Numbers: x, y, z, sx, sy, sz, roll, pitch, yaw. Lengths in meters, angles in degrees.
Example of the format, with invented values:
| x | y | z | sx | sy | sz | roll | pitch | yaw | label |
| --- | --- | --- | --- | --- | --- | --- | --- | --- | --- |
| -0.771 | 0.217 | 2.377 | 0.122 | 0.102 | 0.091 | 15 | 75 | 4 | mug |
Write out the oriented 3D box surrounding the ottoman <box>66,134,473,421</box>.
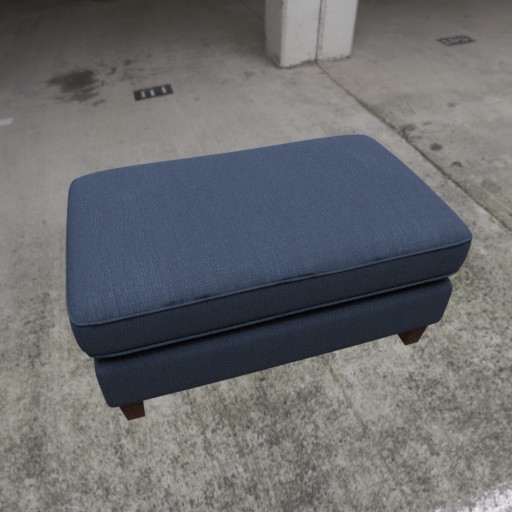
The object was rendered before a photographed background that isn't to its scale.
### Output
| x | y | z | sx | sy | sz | roll | pitch | yaw | label |
| --- | --- | --- | --- | --- | --- | --- | --- | --- | --- |
| 0.000 | 0.000 | 1.194 | 0.885 | 0.438 | 0.570 | -12 | 43 | -13 | ottoman |
